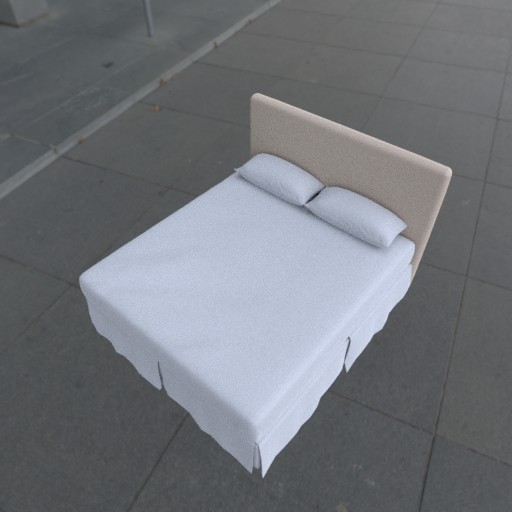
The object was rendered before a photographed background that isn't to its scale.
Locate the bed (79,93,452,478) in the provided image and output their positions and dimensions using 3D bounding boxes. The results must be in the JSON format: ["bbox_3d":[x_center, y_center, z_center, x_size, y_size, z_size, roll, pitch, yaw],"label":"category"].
[{"bbox_3d":[0.000,0.000,3.388,1.884,1.330,2.142,31,53,27],"label":"bed"}]
